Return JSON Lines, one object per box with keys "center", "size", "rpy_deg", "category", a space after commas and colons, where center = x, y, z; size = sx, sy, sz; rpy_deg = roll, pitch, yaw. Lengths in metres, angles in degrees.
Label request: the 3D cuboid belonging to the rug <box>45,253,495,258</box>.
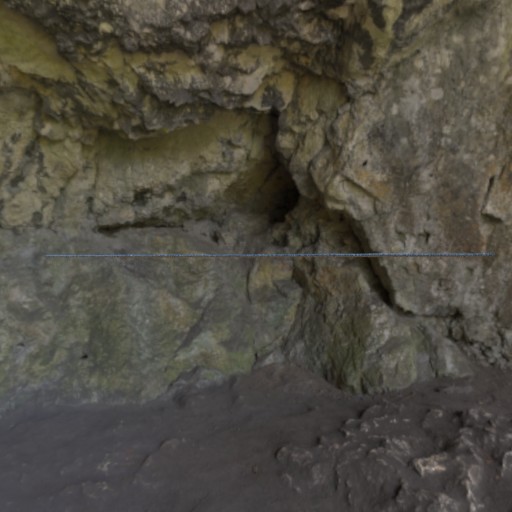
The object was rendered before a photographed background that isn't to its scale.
{"center": [0.000, 0.000, 2.683], "size": [2.459, 0.010, 0.801], "rpy_deg": [0, -1, 18], "category": "rug"}
